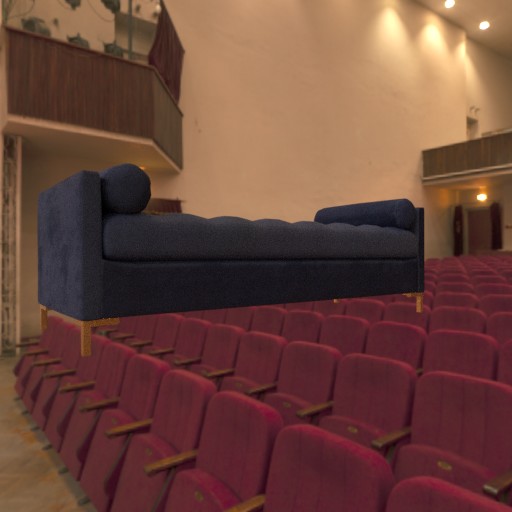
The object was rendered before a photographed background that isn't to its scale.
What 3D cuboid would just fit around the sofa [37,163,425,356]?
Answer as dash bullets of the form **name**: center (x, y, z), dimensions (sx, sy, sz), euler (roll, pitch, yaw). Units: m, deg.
- **sofa**: center (0.000, 0.000, 2.459), dimensions (2.102, 0.705, 0.796), euler (0, 0, -37)
